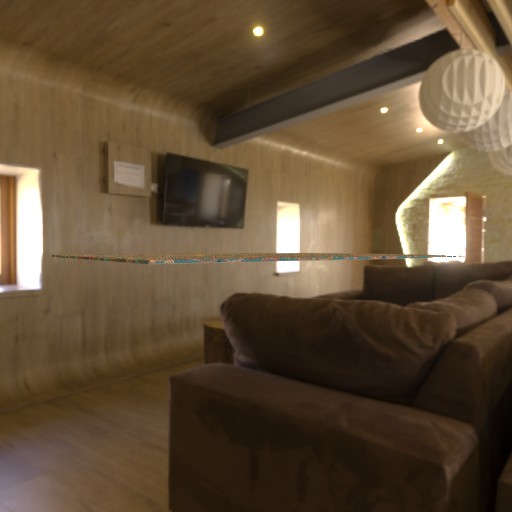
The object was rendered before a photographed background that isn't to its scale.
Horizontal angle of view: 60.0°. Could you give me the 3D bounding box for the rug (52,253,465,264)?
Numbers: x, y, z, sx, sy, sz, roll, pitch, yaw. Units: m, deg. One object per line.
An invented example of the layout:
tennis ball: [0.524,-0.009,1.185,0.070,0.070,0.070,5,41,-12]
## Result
rug: [0.000,0.000,4.303,3.204,0.025,2.434,-1,1,-36]
